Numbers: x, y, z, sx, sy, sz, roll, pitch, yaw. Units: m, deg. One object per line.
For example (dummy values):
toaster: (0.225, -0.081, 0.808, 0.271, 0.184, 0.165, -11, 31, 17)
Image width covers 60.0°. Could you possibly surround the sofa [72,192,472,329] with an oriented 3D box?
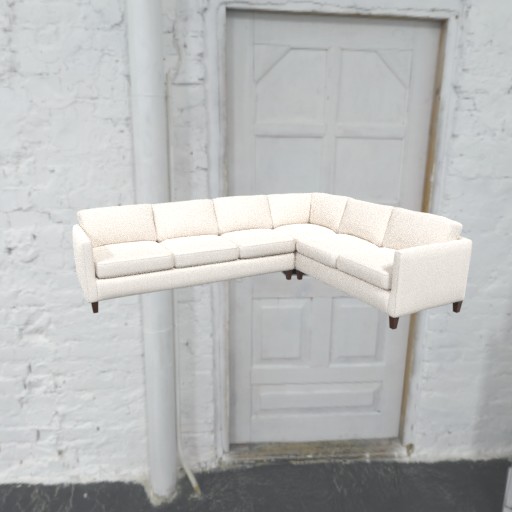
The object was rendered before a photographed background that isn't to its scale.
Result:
sofa: (0.000, 0.000, 4.569, 3.302, 0.947, 2.593, -8, 17, -26)
